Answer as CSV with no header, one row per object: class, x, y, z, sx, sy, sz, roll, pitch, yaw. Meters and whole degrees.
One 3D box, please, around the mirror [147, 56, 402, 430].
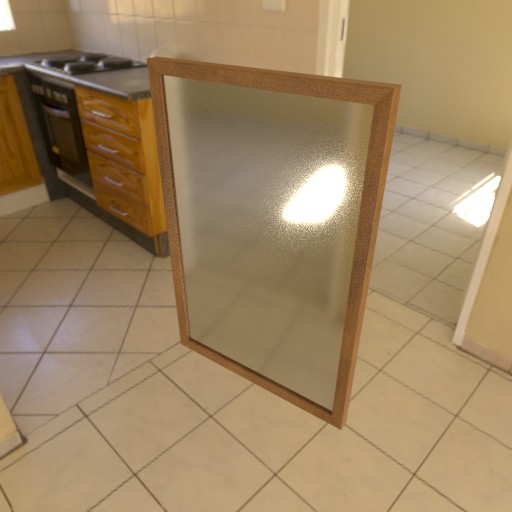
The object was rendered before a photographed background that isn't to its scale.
mirror,0.000,0.000,1.164,0.609,0.915,0.040,20,37,29
